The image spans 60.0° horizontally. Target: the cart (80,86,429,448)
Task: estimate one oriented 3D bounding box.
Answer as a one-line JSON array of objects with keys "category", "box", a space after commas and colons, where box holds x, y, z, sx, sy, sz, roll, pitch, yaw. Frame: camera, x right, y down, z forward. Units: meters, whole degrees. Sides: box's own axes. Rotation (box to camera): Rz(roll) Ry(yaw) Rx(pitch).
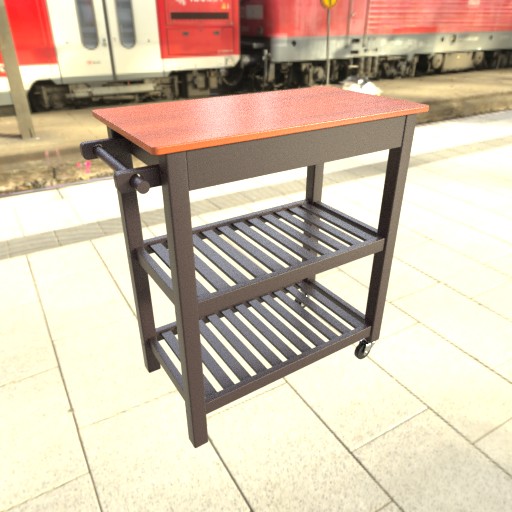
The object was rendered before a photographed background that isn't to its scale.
[{"category": "cart", "box": [0.000, 0.000, 1.447, 0.899, 0.927, 0.457, -17, 33, -28]}]
